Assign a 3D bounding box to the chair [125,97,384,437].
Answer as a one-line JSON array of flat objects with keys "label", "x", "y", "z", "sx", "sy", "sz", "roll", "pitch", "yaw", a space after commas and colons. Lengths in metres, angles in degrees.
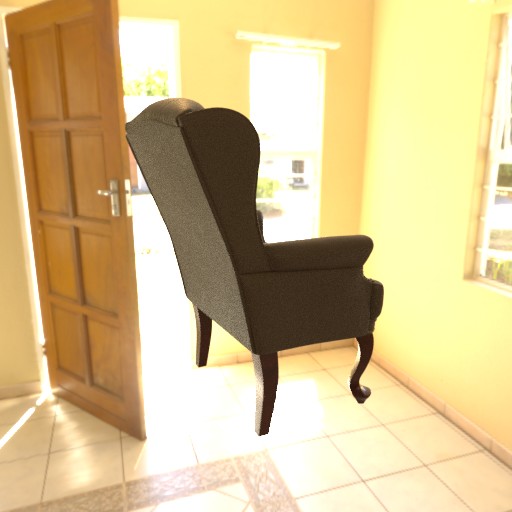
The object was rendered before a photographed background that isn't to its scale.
[{"label": "chair", "x": 0.000, "y": 0.000, "z": 1.732, "sx": 0.819, "sy": 1.132, "sz": 0.829, "roll": -7, "pitch": 15, "yaw": -28}]
